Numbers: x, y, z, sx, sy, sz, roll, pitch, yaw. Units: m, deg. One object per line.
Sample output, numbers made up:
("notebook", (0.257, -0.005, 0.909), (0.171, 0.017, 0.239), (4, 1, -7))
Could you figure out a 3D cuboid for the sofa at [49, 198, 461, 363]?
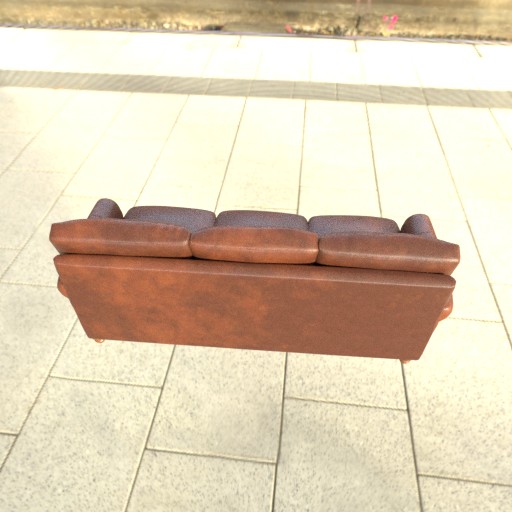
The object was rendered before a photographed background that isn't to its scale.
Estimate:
("sofa", (0.000, 0.000, 2.914), (2.351, 0.977, 0.973), (3, 45, 3))
